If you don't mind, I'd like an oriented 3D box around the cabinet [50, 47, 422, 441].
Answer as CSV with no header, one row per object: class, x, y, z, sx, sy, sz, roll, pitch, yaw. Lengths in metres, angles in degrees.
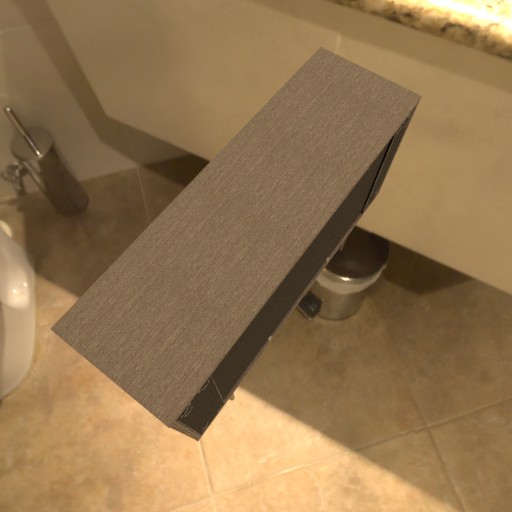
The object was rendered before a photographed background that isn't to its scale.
cabinet,0.000,0.000,1.573,0.405,0.787,1.194,33,69,15
